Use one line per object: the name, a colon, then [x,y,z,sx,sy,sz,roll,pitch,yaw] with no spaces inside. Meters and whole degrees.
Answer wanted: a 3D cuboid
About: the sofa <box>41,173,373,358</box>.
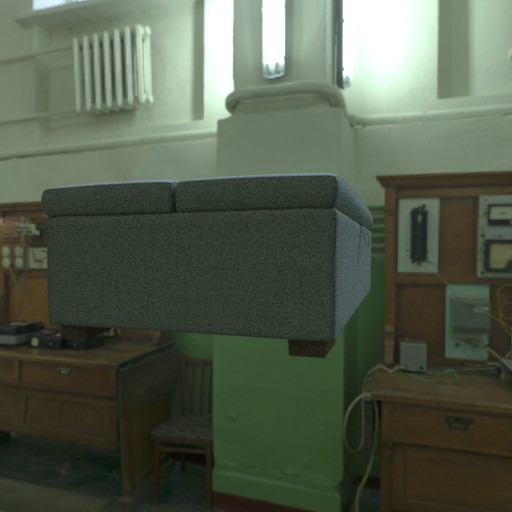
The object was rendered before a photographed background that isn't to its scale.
sofa: [0.000,0.000,1.644,0.817,0.434,1.250,0,1,18]
